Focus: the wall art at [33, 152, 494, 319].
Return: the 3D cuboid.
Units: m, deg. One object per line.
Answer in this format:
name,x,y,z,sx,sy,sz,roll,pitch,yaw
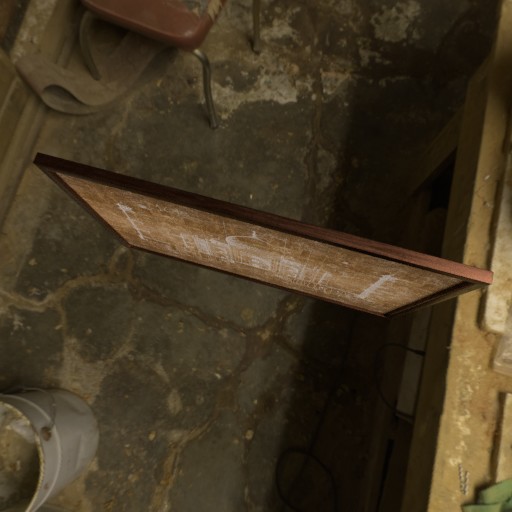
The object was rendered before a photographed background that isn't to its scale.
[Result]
wall art,0.000,0.000,0.550,0.431,0.304,0.012,15,77,4
